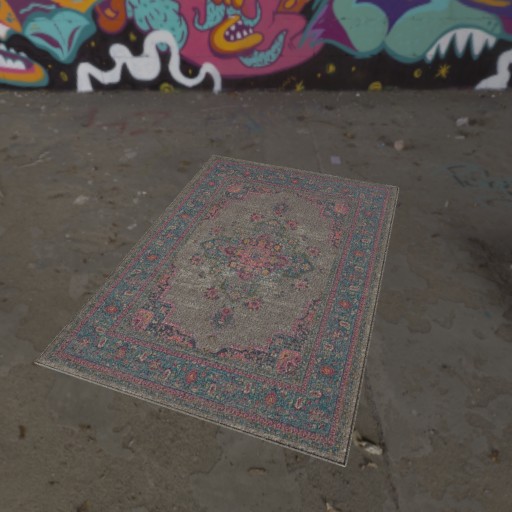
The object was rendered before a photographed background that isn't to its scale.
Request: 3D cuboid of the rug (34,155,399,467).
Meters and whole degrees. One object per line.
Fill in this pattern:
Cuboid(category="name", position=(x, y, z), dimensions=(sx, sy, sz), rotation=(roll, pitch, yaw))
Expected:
Cuboid(category="rug", position=(0.000, 0.000, 3.608), dimensions=(2.005, 0.013, 2.890), rotation=(13, 43, 14))
